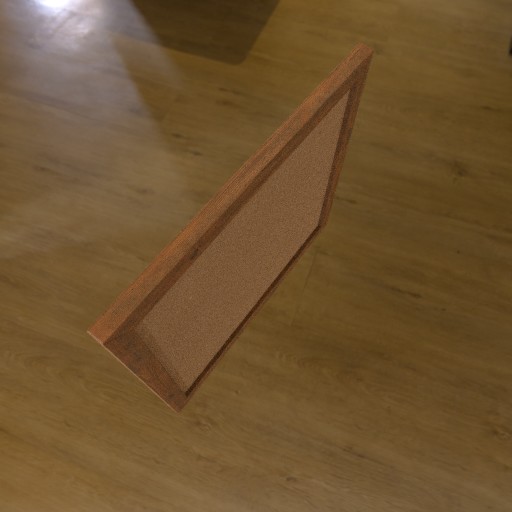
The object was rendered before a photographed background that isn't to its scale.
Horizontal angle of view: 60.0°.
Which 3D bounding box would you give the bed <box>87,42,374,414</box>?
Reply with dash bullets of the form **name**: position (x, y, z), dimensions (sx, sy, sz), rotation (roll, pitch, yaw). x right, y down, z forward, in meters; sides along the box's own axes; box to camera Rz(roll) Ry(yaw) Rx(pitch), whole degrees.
- **bed**: position (0.000, 0.000, 1.465), dimensions (0.046, 0.942, 1.046), rotation (33, 67, 16)
